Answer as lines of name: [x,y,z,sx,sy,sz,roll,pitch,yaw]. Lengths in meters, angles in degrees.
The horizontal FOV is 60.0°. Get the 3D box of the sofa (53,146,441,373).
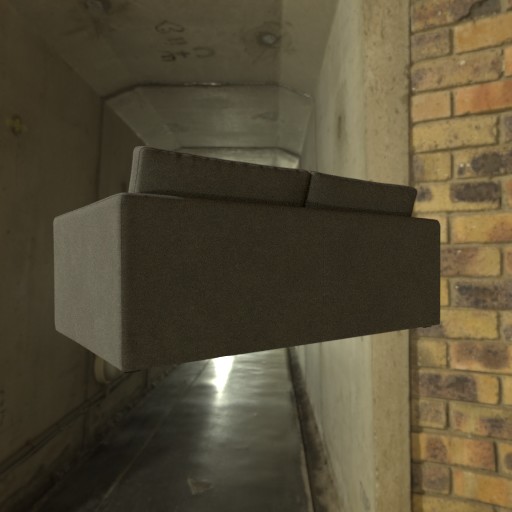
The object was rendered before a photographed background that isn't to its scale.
sofa: [0.000,0.000,2.485,1.909,0.845,1.091,0,0,-35]
